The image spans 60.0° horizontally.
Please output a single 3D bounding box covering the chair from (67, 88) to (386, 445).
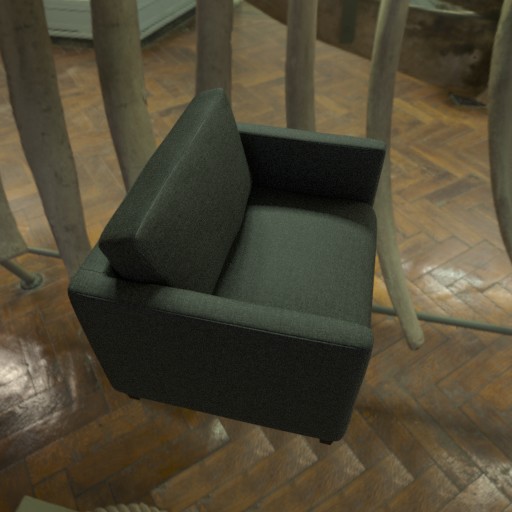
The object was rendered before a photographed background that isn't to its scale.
[{"bbox_3d":[0.000,0.000,1.806,0.959,0.963,1.107,10,47,9],"label":"chair"}]
